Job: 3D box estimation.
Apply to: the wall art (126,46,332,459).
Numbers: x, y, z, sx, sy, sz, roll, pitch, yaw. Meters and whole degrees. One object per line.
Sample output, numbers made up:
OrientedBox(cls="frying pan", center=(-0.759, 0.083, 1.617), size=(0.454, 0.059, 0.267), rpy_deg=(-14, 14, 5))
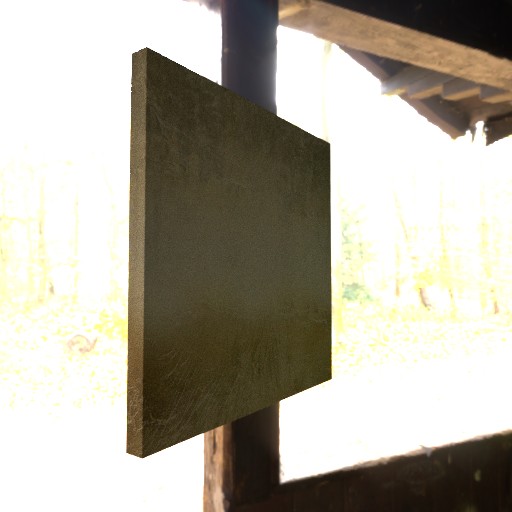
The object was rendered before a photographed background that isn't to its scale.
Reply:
OrientedBox(cls="wall art", center=(0.000, 0.000, 0.910), size=(0.038, 0.610, 0.610), rpy_deg=(-2, -3, 36))
